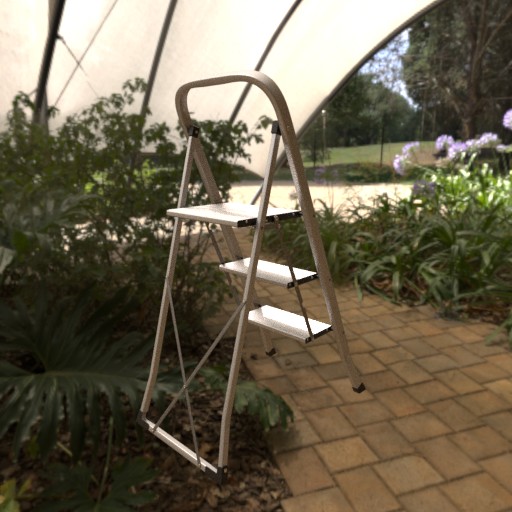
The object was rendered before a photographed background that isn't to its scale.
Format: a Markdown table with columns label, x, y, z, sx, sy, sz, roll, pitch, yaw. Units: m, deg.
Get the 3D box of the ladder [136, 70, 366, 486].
| label | x | y | z | sx | sy | sz | roll | pitch | yaw |
| --- | --- | --- | --- | --- | --- | --- | --- | --- | --- |
| ladder | 0.000 | 0.000 | 1.432 | 0.465 | 1.070 | 0.704 | 12 | 18 | 42 |
